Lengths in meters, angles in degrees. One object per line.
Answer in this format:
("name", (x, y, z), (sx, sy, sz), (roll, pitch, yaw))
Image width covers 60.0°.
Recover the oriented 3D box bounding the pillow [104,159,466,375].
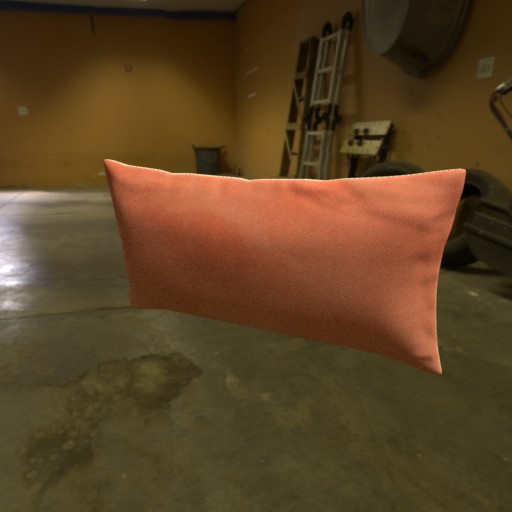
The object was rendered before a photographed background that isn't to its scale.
("pillow", (0.000, 0.000, 0.742), (0.608, 0.307, 0.155), (7, 16, 26))
